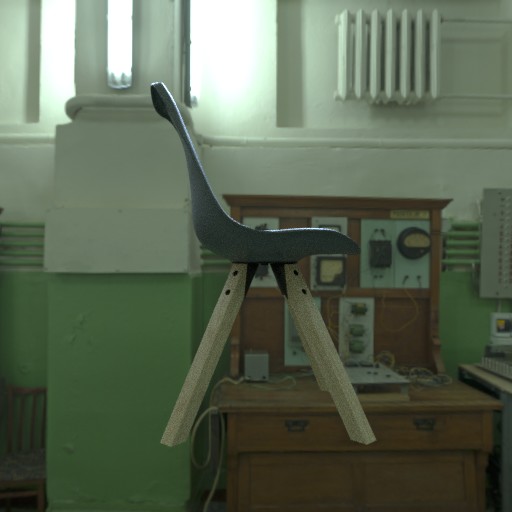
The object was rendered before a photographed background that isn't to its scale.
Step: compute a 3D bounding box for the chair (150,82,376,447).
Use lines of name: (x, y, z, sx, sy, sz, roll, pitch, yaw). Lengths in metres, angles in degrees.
chair: (0.000, 0.000, 1.208, 0.550, 0.850, 0.485, 0, -1, -2)
